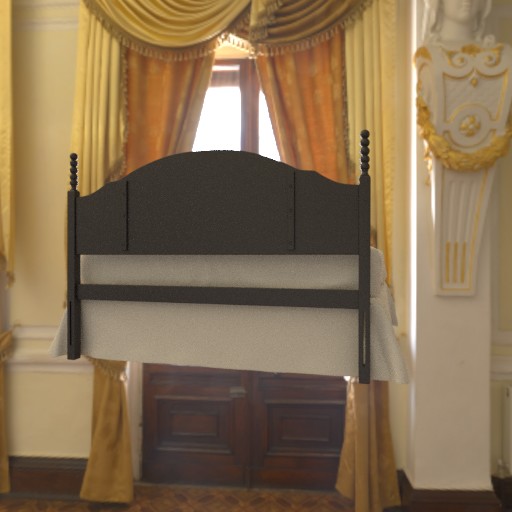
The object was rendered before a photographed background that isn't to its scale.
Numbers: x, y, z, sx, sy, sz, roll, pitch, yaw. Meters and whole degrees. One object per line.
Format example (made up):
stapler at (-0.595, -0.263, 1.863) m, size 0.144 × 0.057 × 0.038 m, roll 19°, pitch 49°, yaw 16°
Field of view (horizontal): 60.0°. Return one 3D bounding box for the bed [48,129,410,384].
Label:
bed at (0.000, 0.000, 3.666) m, size 2.322 × 1.355 × 2.219 m, roll 0°, pitch 0°, yaw 17°
